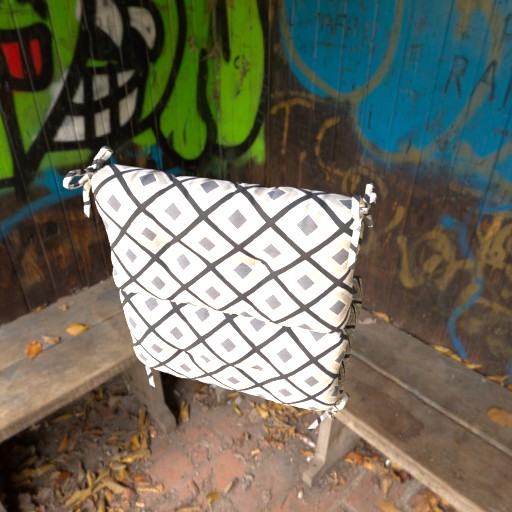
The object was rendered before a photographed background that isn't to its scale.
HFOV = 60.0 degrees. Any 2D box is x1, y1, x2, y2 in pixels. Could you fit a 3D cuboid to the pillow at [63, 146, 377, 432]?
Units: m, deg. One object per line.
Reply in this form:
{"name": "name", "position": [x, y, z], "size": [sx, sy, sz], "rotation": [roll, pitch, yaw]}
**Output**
{"name": "pillow", "position": [0.000, 0.000, 1.025], "size": [0.519, 0.605, 0.571], "rotation": [10, 34, 15]}
